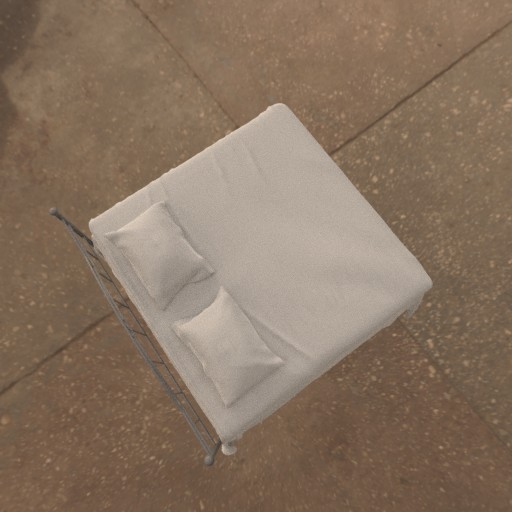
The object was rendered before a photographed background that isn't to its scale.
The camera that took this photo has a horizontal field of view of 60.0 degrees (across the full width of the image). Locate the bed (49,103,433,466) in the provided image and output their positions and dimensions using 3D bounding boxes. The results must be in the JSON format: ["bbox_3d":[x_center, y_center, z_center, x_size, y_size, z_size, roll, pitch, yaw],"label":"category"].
[{"bbox_3d":[0.000,0.000,3.563,2.220,1.080,2.309,-34,77,-9],"label":"bed"}]
